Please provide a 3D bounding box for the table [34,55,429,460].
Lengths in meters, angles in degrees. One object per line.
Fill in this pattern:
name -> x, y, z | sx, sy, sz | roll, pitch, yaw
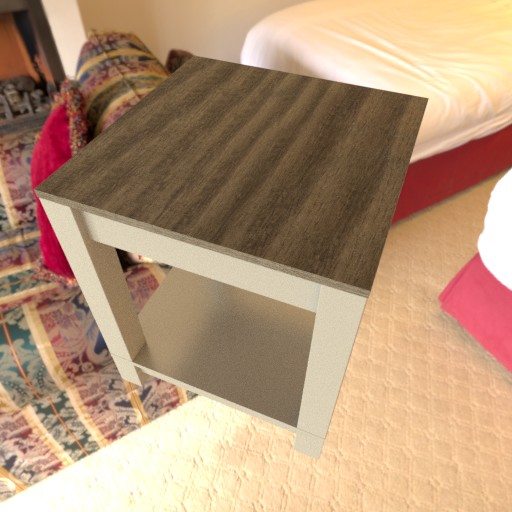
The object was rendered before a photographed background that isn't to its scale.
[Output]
table -> 0.000, 0.000, 0.966 | 0.504, 0.587, 0.506 | 17, 49, 15
